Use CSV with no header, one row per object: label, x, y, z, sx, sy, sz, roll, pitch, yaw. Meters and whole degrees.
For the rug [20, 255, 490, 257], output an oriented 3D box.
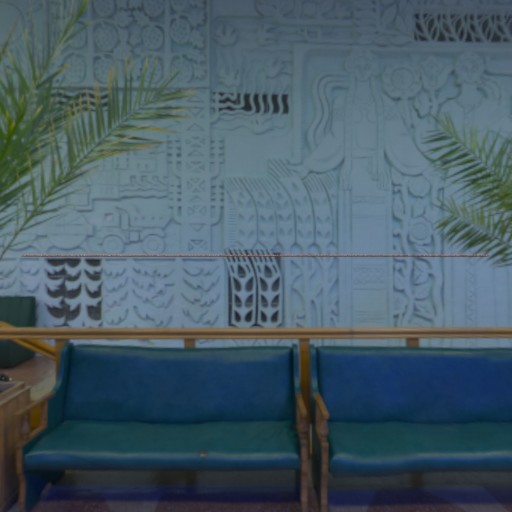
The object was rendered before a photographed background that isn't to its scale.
rug,0.000,0.000,2.768,2.112,0.009,1.594,0,0,1
